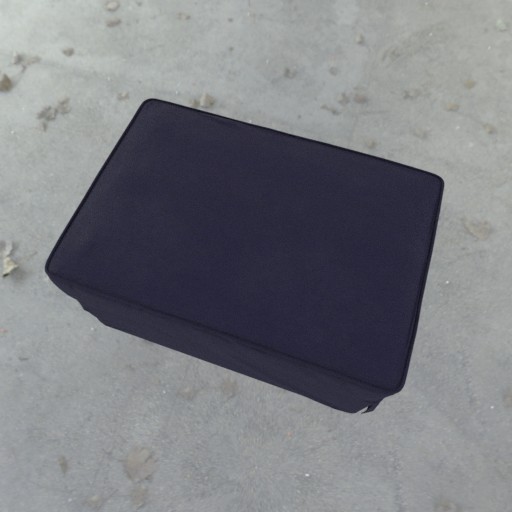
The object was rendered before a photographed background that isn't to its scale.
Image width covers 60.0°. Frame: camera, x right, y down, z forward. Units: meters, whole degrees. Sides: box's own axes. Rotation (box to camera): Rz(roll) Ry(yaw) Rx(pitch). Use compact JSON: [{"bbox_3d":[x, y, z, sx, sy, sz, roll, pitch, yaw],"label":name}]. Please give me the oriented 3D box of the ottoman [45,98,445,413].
[{"bbox_3d":[0.000,0.000,1.327,0.938,0.503,0.637,17,66,8],"label":"ottoman"}]
